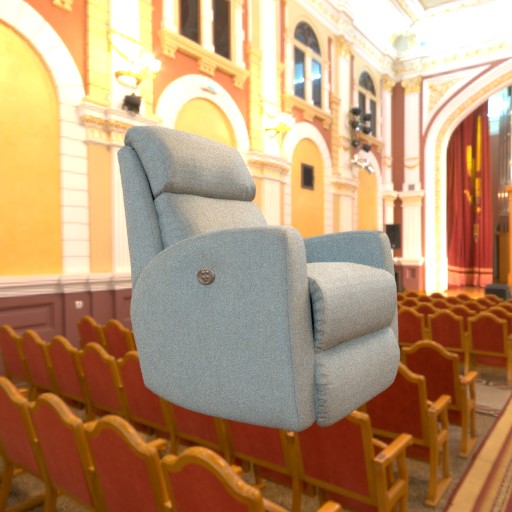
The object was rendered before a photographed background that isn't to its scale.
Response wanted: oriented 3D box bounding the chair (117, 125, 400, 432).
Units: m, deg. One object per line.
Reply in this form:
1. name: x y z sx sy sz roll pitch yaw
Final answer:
1. chair: 0.000 0.000 1.706 0.940 1.016 0.794 1 1 37
